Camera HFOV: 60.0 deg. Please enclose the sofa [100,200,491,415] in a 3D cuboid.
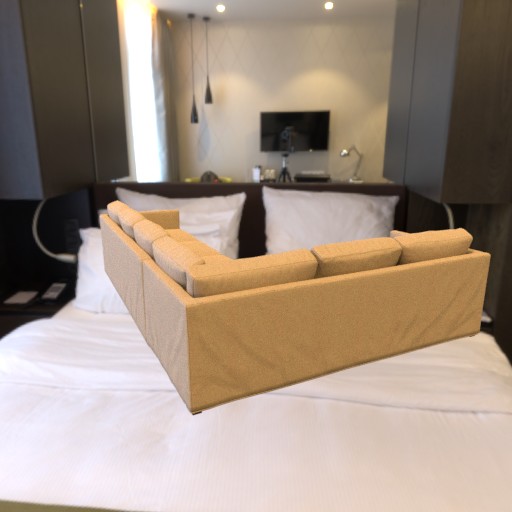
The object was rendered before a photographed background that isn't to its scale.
[{"bbox_3d":[0.000,0.000,4.278,2.432,0.871,3.182,-7,17,-25],"label":"sofa"}]
